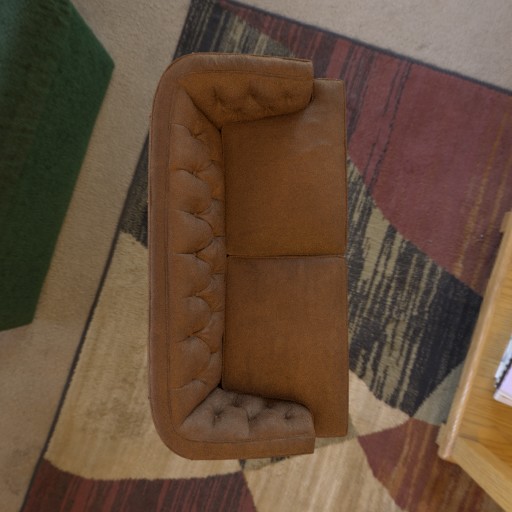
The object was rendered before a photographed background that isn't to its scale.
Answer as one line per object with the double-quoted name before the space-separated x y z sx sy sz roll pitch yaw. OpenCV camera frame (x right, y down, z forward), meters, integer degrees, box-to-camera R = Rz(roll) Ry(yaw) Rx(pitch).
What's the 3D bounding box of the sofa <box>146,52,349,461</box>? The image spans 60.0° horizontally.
"sofa" 0.000 0.000 2.212 0.917 0.799 1.767 0 88 1
